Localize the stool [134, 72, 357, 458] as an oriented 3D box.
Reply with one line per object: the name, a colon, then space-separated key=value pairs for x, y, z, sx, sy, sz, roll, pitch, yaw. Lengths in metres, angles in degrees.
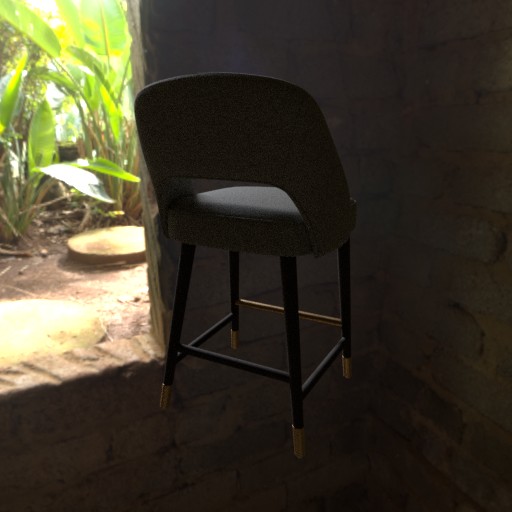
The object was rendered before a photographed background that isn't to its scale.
stool: x=0.000 y=0.000 z=1.263 sx=0.536 sy=0.925 sz=0.524 roll=8 pitch=18 yaw=27
